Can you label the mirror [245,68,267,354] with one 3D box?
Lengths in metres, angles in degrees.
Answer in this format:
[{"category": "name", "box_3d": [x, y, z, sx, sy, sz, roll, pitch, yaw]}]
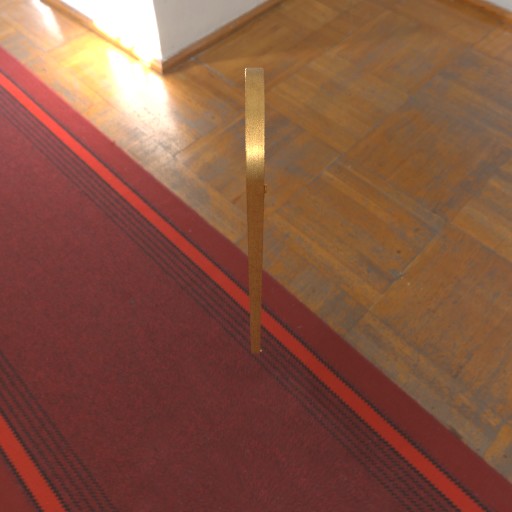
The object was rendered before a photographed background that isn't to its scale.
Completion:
[{"category": "mirror", "box_3d": [0.000, 0.000, 1.081, 0.032, 0.991, 0.222, 0, 59, 0]}]
